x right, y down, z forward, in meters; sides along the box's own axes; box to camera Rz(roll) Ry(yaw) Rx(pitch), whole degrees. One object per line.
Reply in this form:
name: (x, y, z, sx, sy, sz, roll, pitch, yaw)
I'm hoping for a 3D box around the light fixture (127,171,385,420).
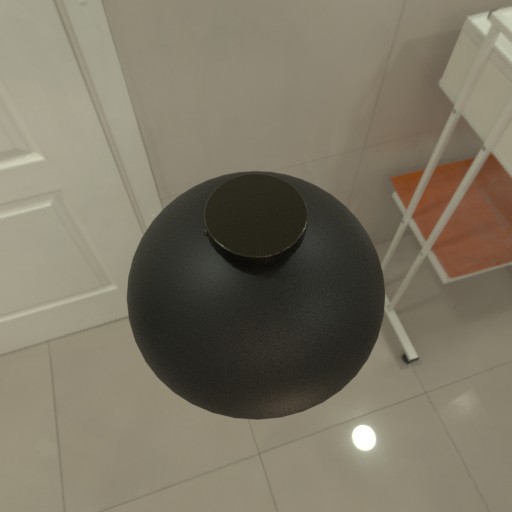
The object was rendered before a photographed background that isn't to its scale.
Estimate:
light fixture: (0.000, 0.000, 0.553, 0.355, 0.177, 0.355, 0, 58, 0)
